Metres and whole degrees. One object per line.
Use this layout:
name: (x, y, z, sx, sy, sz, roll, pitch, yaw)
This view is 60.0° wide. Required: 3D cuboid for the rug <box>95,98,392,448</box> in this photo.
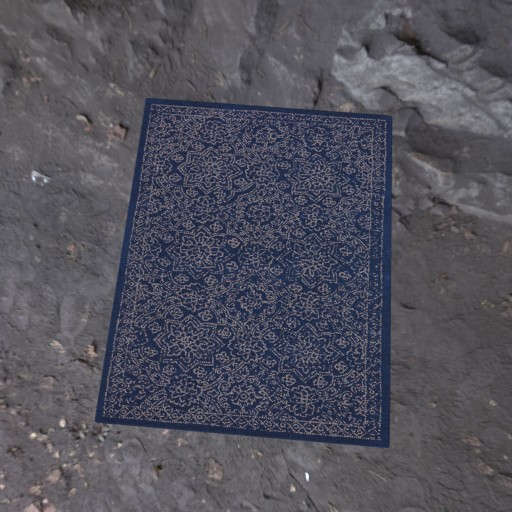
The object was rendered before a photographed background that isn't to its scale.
rug: (0.000, 0.000, 4.008, 2.438, 0.010, 3.048, 5, 76, 1)
